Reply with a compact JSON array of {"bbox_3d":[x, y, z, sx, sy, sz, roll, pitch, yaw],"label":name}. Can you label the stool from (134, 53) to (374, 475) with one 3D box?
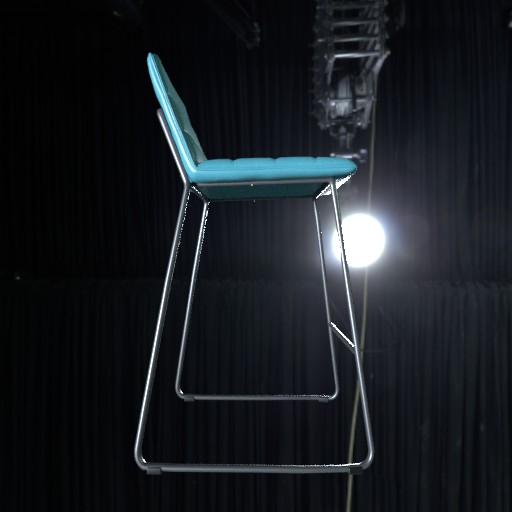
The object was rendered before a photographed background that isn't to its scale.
[{"bbox_3d":[0.000,0.000,1.189,0.524,0.936,0.489,0,1,1],"label":"stool"}]
